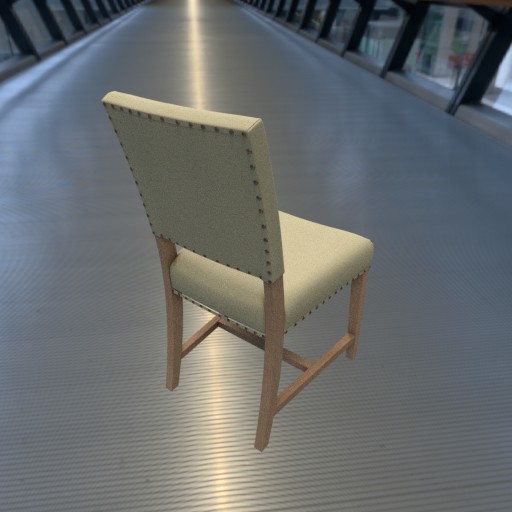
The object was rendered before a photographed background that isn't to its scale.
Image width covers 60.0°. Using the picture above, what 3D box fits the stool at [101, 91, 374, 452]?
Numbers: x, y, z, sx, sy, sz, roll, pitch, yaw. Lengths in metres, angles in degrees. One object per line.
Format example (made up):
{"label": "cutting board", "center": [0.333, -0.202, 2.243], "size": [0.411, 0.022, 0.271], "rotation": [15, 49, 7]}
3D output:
{"label": "stool", "center": [0.000, 0.000, 1.348], "size": [0.508, 0.986, 0.623], "rotation": [21, 37, 31]}
